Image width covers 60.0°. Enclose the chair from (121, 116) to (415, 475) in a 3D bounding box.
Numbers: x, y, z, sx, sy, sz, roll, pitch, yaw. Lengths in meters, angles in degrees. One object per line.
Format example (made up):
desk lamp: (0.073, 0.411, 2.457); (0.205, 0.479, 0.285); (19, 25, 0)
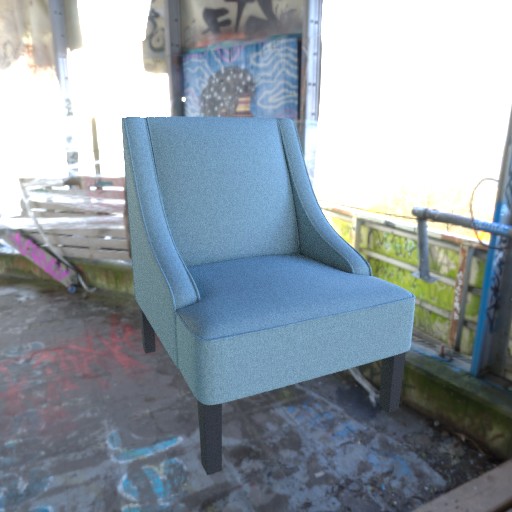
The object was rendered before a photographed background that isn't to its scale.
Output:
chair: (0.000, 0.000, 1.857); (0.857, 1.133, 1.025); (-8, 18, -25)
